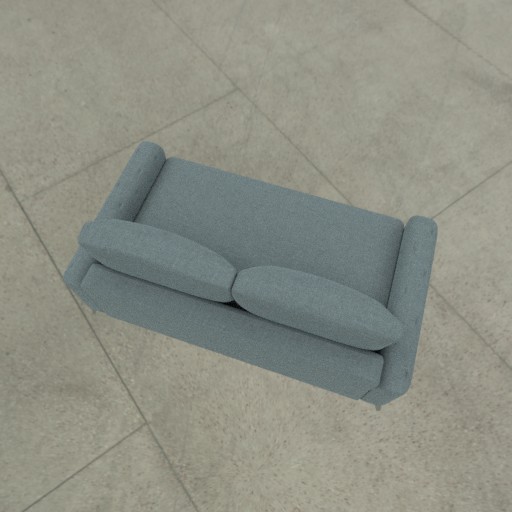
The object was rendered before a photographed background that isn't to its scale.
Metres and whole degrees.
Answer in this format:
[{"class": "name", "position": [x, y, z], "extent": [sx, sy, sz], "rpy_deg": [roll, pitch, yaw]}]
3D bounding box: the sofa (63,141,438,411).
[{"class": "sofa", "position": [0.000, 0.000, 2.207], "extent": [1.650, 0.790, 0.920], "rpy_deg": [17, 65, 8]}]
